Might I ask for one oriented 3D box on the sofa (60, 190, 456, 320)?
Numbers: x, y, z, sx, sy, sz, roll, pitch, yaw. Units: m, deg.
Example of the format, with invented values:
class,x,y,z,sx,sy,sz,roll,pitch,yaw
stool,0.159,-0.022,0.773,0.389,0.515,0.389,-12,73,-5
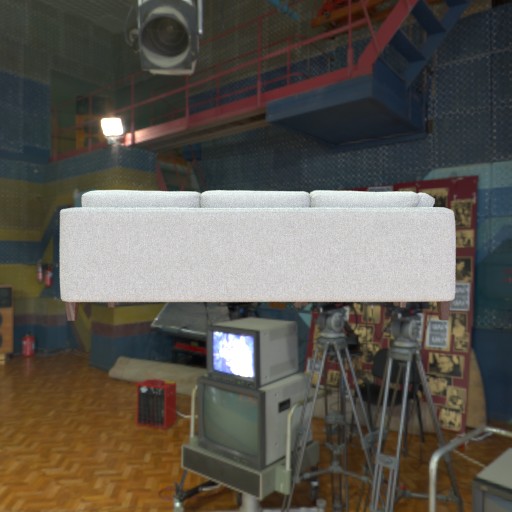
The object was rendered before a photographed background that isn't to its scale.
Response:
class,x,y,z,sx,sy,sz,roll,pitch,yaw
sofa,0.000,0.000,4.389,2.551,0.853,3.238,0,-1,0
